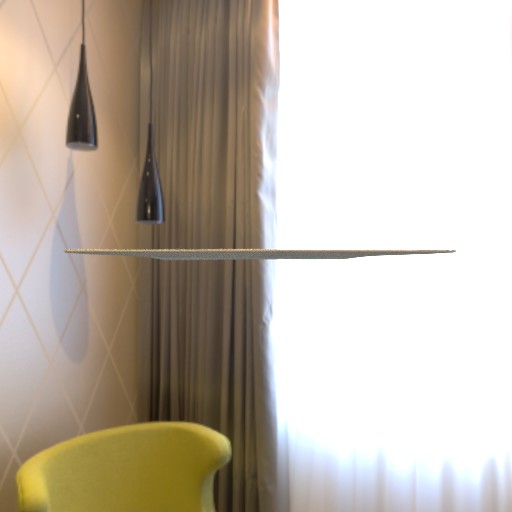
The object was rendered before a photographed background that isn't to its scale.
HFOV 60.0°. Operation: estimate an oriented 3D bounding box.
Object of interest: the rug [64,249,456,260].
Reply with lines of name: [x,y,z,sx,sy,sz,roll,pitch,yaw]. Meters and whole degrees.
rug: [0.000,0.000,2.933,1.593,0.029,2.305,0,-1,-1]
